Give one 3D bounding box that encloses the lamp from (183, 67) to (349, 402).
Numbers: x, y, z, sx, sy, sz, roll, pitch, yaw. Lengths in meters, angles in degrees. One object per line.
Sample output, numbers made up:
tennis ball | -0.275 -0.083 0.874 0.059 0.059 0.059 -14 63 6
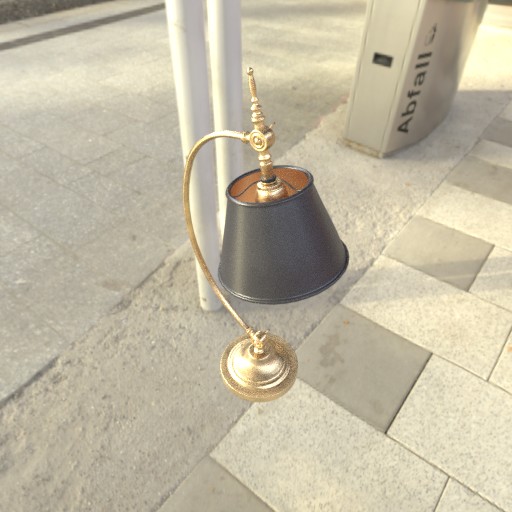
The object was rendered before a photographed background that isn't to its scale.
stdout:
lamp | 0.000 0.000 0.826 0.344 0.675 0.235 26 47 26
